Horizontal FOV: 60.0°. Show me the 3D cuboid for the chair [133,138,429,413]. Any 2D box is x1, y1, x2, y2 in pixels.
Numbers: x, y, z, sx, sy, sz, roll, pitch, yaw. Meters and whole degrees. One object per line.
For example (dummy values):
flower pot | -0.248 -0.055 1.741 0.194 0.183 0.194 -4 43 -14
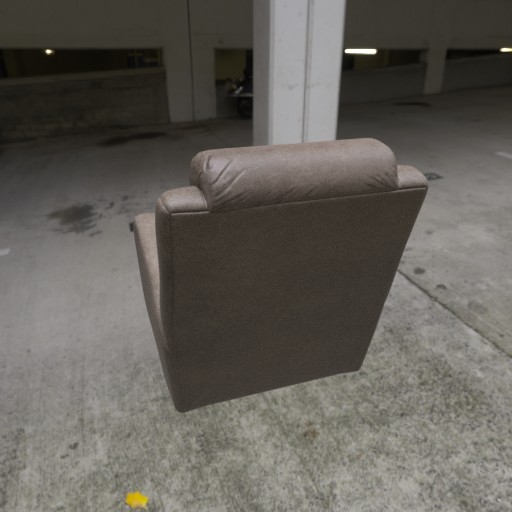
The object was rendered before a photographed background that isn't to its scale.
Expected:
chair | 0.000 0.000 1.931 0.967 1.116 1.068 -8 27 -17
